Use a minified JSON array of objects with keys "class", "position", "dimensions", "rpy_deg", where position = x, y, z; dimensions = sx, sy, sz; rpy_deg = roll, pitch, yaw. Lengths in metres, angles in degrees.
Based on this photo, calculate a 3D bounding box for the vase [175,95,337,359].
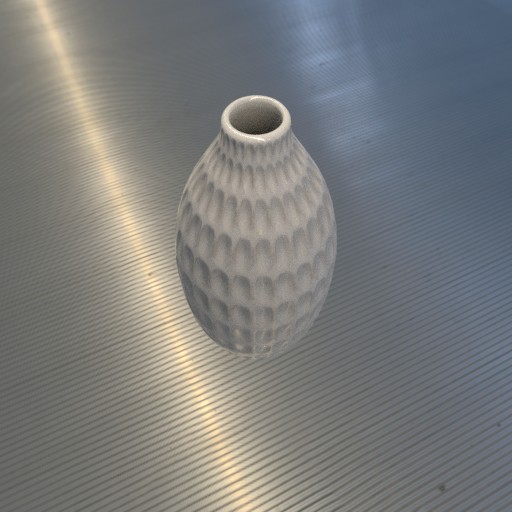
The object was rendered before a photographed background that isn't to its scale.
[{"class":"vase","position":[0.000,0.000,0.361],"dimensions":[0.127,0.282,0.127],"rpy_deg":[0,57,0]}]
